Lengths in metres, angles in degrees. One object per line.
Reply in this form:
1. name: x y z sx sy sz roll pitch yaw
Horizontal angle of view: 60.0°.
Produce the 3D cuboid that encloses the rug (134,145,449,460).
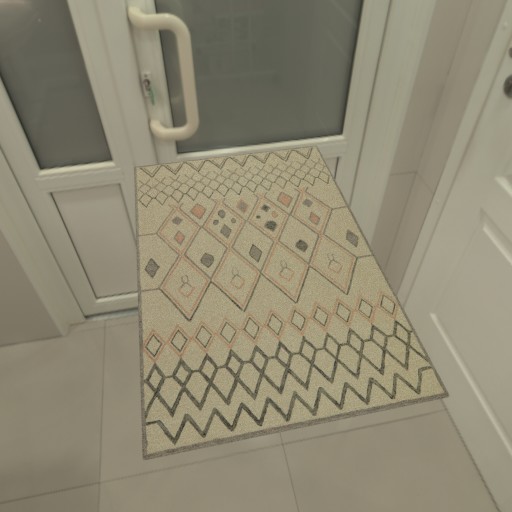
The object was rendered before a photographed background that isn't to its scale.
1. rug: 0.000 0.000 2.311 1.219 0.016 1.829 -9 48 -8
